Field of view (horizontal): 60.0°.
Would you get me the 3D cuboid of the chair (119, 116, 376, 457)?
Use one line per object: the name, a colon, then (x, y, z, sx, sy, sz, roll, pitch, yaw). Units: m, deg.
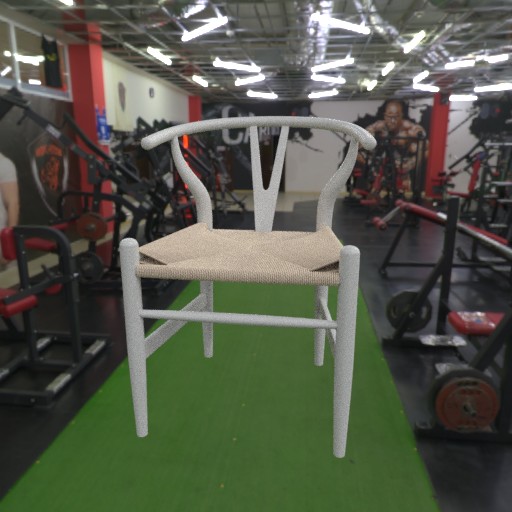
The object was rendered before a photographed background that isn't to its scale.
chair: (0.000, 0.000, 1.159, 0.569, 0.730, 0.579, 2, 14, 9)
